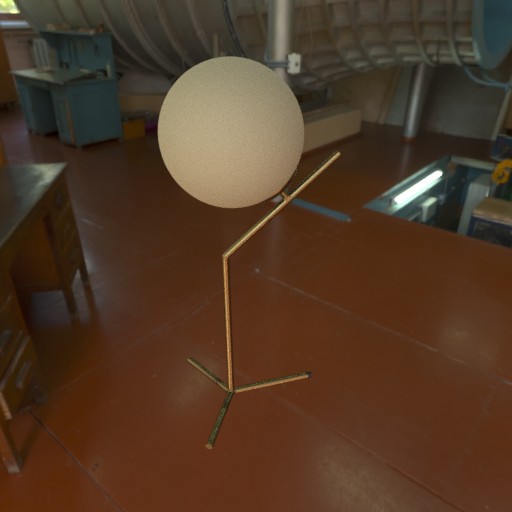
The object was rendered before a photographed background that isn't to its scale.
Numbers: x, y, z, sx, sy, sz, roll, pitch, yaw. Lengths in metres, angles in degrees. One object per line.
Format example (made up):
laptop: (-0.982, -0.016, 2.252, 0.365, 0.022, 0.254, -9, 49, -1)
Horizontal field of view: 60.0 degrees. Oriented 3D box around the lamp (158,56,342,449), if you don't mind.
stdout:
lamp: (0.000, 0.000, 0.669, 0.251, 0.552, 0.210, -8, 30, -14)
